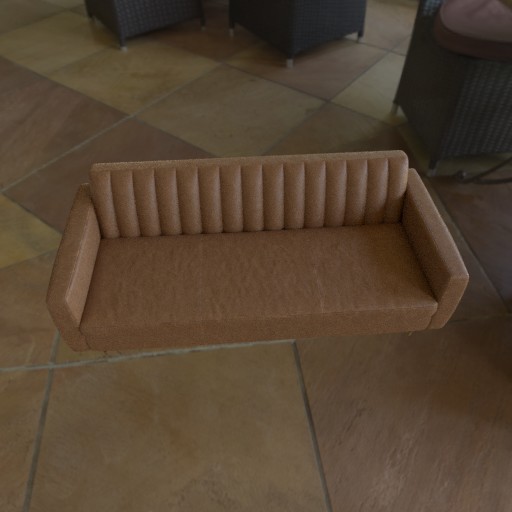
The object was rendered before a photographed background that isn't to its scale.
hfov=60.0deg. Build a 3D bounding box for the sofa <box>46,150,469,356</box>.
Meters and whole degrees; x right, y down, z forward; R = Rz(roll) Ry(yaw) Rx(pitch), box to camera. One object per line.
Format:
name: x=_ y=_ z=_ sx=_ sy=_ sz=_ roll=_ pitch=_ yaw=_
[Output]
sofa: x=0.000 y=0.000 z=2.779 sx=2.291 sy=0.821 sz=0.990 roll=-3 pitch=48 yaw=-3
